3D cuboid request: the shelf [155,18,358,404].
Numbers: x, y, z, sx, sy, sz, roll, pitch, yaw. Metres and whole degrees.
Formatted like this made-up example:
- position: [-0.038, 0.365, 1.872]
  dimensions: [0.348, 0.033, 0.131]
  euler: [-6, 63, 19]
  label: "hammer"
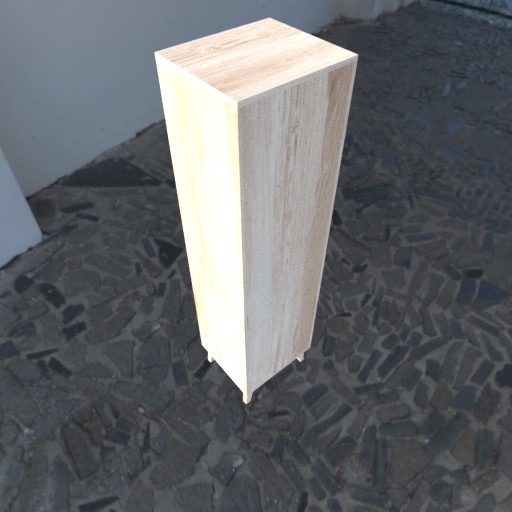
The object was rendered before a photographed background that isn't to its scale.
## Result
- position: [0.000, 0.000, 2.187]
  dimensions: [0.510, 1.960, 0.450]
  euler: [-31, 54, -26]
  label: "shelf"
